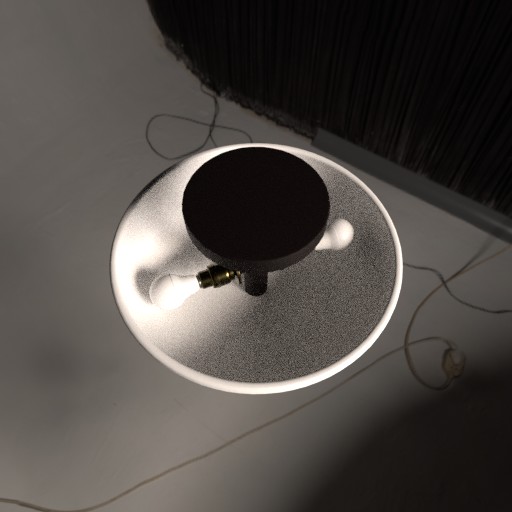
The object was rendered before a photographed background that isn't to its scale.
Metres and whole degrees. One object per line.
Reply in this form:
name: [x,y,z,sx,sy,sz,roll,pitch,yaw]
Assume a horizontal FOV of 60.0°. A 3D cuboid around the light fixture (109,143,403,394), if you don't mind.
light fixture: [0.000,0.000,0.525,0.331,0.212,0.331,0,58,0]
